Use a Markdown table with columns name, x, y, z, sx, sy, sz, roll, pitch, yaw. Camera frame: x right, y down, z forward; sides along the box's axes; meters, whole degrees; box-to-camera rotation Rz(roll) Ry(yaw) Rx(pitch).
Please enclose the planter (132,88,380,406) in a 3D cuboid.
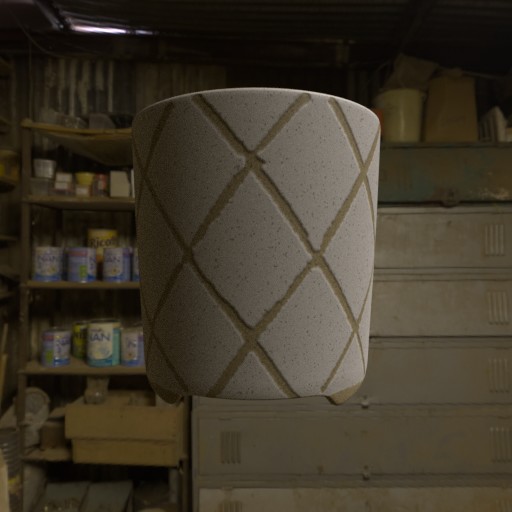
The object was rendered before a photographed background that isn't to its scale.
| name | x | y | z | sx | sy | sz | roll | pitch | yaw |
| --- | --- | --- | --- | --- | --- | --- | --- | --- | --- |
| planter | 0.000 | 0.000 | 0.421 | 0.228 | 0.235 | 0.228 | 0 | 0 | 0 |
